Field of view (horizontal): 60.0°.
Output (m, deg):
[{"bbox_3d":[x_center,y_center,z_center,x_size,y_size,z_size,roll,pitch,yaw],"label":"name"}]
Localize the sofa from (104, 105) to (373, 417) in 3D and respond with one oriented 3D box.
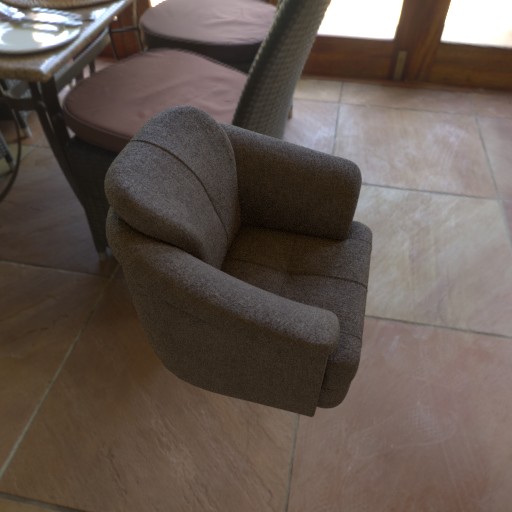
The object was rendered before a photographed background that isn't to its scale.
[{"bbox_3d":[0.000,0.000,1.534,0.794,0.811,0.870,10,47,10],"label":"sofa"}]
